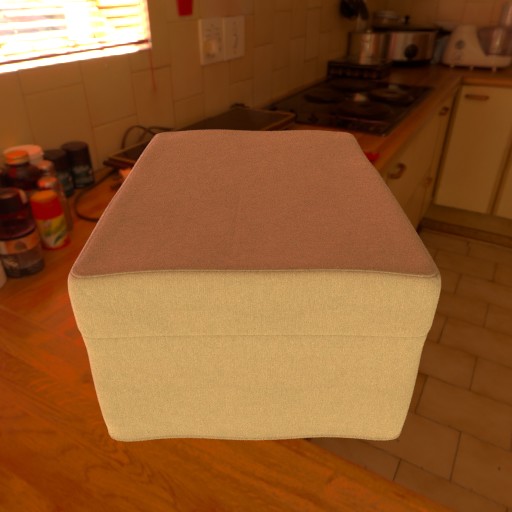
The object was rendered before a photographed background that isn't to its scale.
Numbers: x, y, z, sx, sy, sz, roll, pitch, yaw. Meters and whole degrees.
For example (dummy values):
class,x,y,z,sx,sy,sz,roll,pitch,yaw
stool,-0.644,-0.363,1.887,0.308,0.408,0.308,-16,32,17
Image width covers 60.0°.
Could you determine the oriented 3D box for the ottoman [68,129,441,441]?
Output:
class,x,y,z,sx,sy,sz,roll,pitch,yaw
ottoman,0.000,0.000,1.187,0.648,0.461,0.833,0,32,0
